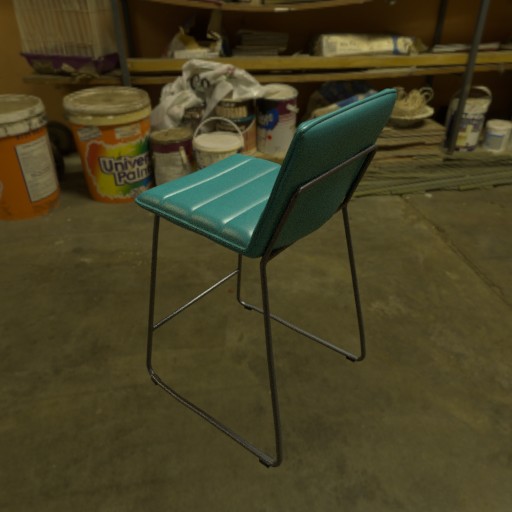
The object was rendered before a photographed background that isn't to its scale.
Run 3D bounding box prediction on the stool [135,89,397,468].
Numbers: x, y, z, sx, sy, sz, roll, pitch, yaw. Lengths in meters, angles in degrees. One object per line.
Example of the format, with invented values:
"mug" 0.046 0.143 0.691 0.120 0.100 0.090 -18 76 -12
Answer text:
"stool" 0.000 0.000 1.186 0.524 0.866 0.489 23 39 31
